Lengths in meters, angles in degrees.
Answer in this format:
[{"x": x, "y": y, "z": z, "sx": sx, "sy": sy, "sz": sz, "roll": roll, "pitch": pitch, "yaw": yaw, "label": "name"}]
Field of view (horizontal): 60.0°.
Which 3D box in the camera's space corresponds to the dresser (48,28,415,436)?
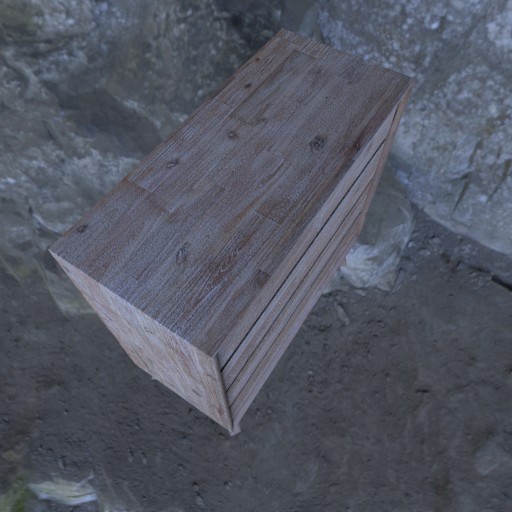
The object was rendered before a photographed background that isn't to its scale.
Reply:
[{"x": 0.000, "y": 0.000, "z": 1.579, "sx": 0.455, "sy": 1.029, "sz": 0.998, "roll": 29, "pitch": 63, "yaw": 16, "label": "dresser"}]
